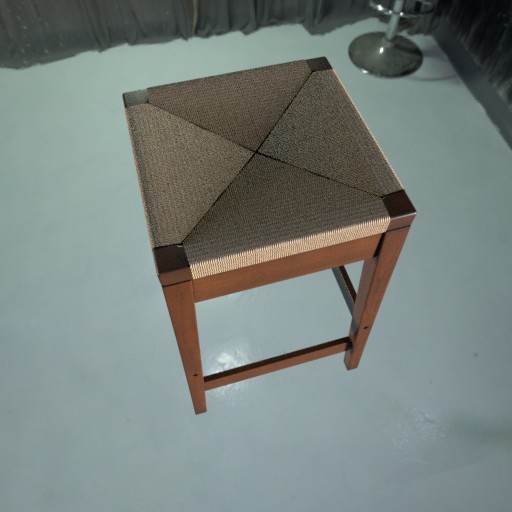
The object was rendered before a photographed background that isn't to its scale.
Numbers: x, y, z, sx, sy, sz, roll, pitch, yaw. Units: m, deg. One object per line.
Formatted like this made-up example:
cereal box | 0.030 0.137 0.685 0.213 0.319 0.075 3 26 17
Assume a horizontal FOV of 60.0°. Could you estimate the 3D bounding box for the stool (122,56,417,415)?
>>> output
stool | 0.000 0.000 1.118 0.507 0.762 0.497 -14 60 -8
